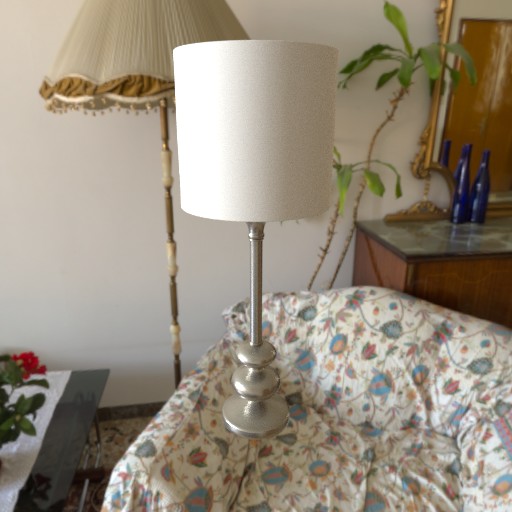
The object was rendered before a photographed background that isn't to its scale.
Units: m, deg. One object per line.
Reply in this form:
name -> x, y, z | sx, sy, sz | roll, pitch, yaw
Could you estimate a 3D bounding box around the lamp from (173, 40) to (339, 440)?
lamp -> 0.000, 0.000, 0.792 | 0.254, 0.690, 0.254 | -17, 25, -42
